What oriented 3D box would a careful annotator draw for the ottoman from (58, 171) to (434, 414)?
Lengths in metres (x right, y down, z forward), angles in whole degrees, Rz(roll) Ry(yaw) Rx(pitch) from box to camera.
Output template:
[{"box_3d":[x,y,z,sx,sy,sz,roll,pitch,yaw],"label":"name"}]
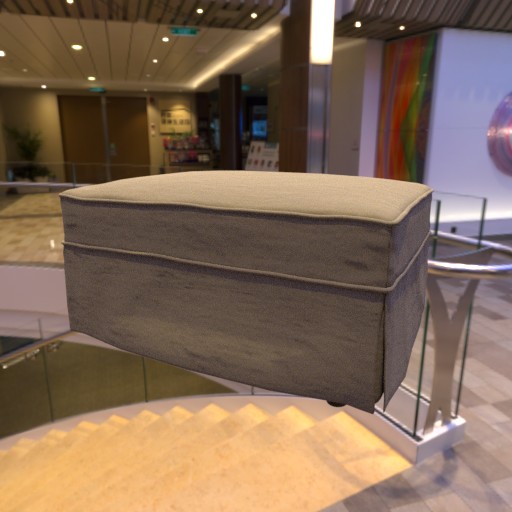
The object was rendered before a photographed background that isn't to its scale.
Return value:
[{"box_3d":[0.000,0.000,1.321,0.944,0.479,0.703,8,17,26],"label":"ottoman"}]
